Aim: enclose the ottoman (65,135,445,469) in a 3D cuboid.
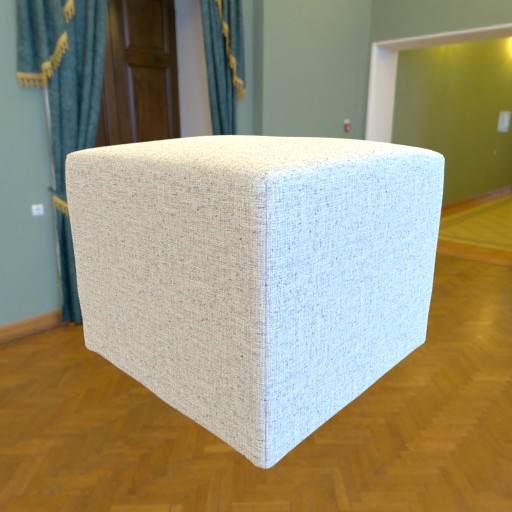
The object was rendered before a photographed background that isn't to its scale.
[{"bbox_3d":[0.000,0.000,0.871,0.521,0.453,0.512,15,23,41],"label":"ottoman"}]
